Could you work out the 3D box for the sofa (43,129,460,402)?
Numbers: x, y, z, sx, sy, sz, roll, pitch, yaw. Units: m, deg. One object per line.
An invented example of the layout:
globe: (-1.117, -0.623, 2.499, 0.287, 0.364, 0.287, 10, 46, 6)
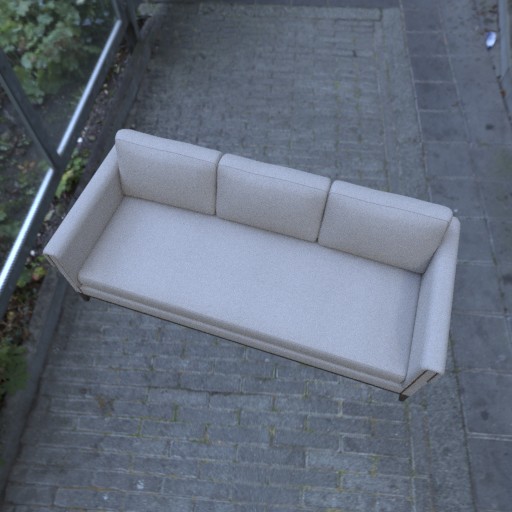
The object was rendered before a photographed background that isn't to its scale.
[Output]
sofa: (0.000, 0.000, 2.712, 2.210, 0.838, 0.959, 16, 60, 9)
